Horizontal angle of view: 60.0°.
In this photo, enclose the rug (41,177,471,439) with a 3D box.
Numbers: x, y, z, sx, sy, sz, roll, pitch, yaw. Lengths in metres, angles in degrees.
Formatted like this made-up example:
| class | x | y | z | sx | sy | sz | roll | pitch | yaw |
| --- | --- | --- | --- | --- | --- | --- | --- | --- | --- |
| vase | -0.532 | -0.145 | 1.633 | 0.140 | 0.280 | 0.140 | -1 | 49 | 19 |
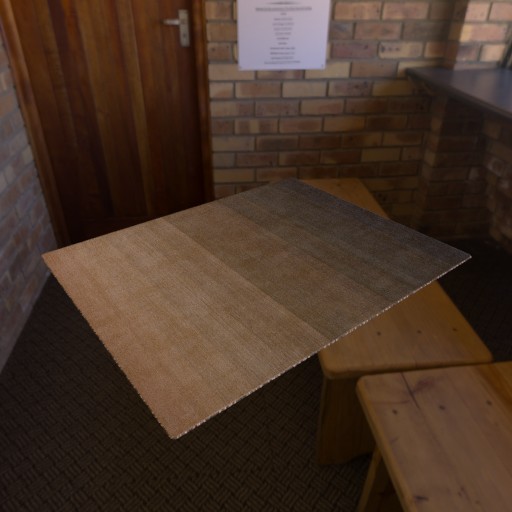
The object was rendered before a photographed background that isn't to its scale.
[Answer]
| class | x | y | z | sx | sy | sz | roll | pitch | yaw |
| --- | --- | --- | --- | --- | --- | --- | --- | --- | --- |
| rug | 0.000 | 0.000 | 3.795 | 2.902 | 0.017 | 2.305 | -22 | 38 | -32 |
